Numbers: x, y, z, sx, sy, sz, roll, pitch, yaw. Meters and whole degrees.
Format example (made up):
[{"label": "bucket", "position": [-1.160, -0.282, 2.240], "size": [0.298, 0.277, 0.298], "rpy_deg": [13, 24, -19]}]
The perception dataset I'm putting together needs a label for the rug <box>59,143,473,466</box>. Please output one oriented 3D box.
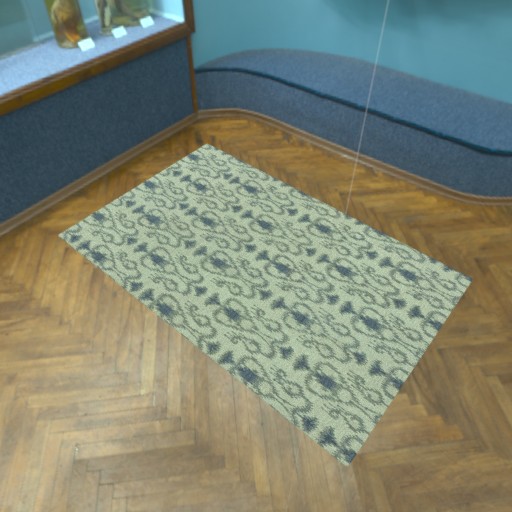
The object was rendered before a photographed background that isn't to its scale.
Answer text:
[{"label": "rug", "position": [0.000, 0.000, 2.062], "size": [1.652, 0.006, 1.035], "rpy_deg": [32, 55, 26]}]
